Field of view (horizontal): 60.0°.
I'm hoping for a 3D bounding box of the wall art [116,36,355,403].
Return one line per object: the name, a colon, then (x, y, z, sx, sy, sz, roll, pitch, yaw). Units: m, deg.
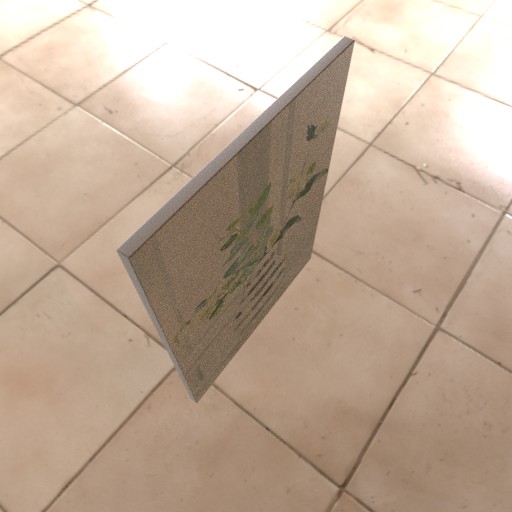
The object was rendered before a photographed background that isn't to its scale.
wall art: (0.000, 0.000, 1.605, 0.038, 1.212, 0.914, 32, 64, 18)
